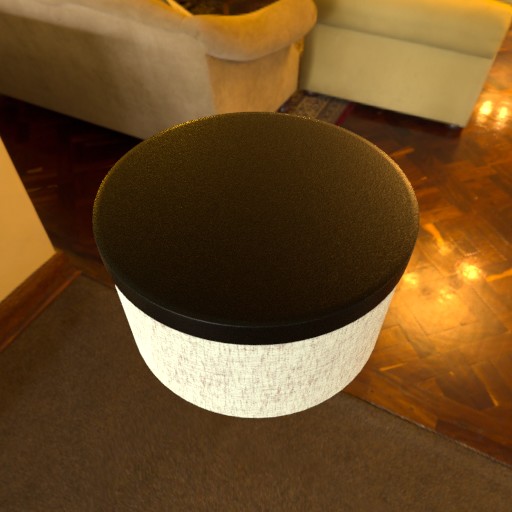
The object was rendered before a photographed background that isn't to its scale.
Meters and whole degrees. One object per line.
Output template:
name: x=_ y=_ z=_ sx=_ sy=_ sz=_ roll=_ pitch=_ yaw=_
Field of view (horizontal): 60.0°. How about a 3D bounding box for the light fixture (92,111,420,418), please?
light fixture: x=0.000 y=0.000 z=0.625 sx=0.389 sy=0.229 sz=0.389 roll=0 pitch=47 yaw=0
